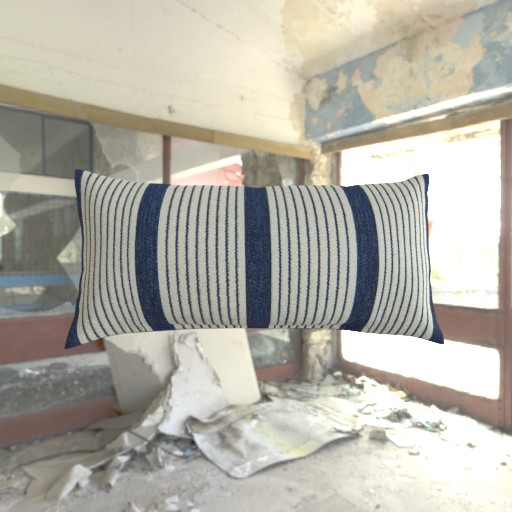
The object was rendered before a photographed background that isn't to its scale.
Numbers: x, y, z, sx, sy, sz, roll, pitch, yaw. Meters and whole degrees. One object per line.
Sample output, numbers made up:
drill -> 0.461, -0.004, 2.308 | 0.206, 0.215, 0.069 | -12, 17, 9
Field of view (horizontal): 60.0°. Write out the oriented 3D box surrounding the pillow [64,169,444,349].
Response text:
pillow -> 0.000, 0.000, 0.729 | 0.608, 0.292, 0.156 | 0, 1, -2
